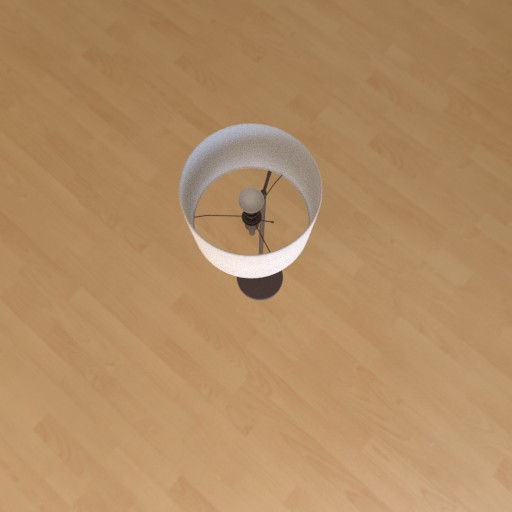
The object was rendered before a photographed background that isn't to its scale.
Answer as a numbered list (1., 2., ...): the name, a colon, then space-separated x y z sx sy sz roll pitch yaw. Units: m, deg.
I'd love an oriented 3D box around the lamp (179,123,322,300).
1. lamp: 0.000 0.000 1.781 0.324 1.600 0.416 15 76 4
